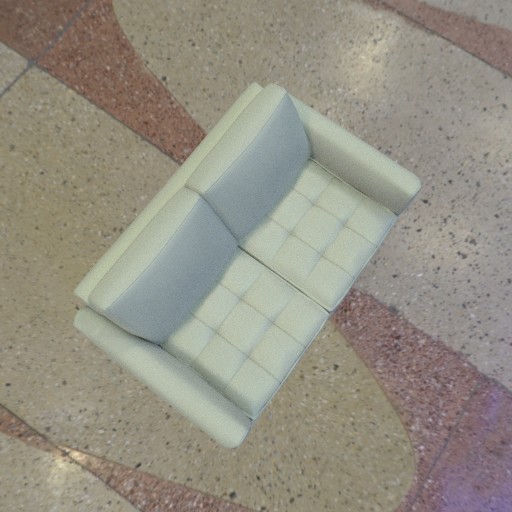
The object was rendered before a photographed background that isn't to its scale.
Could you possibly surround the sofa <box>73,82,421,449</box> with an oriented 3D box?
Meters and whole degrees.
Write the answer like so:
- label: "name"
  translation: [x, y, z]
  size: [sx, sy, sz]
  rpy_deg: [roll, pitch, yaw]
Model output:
- label: "sofa"
  translation: [0.000, 0.000, 2.538]
  size: [1.121, 0.930, 1.819]
  rpy_deg: [36, 78, 9]
